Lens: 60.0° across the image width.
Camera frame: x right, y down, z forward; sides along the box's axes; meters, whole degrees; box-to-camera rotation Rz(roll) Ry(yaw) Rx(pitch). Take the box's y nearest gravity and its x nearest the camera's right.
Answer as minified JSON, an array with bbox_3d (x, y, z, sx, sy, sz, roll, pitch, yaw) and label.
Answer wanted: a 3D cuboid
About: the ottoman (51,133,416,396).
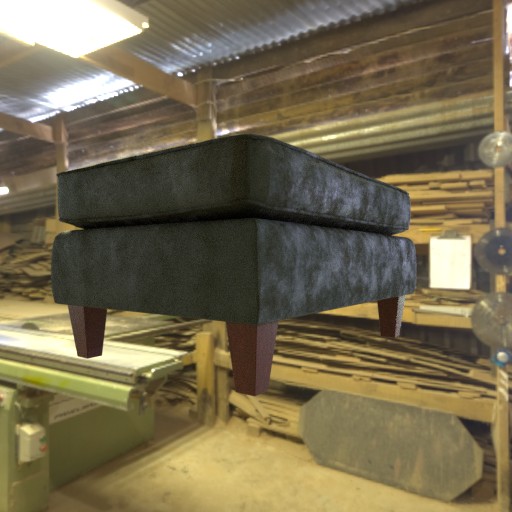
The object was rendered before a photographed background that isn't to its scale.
[{"bbox_3d":[0.000,0.000,1.232,0.632,0.495,0.864,0,-1,36],"label":"ottoman"}]
